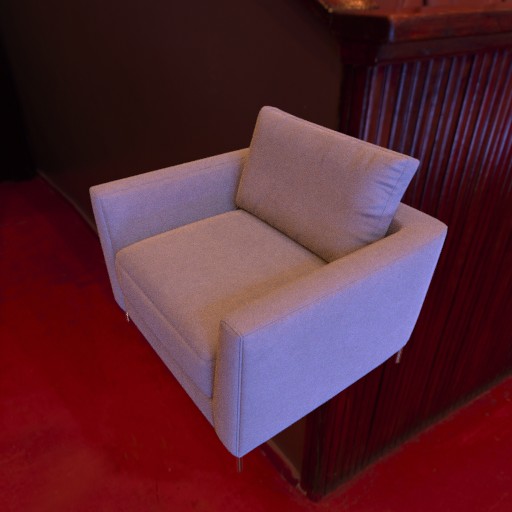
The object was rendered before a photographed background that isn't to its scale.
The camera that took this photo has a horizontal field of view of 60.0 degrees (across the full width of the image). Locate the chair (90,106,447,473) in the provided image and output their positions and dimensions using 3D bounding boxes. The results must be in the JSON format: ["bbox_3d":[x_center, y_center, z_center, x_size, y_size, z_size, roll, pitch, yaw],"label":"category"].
[{"bbox_3d":[0.000,0.000,1.665,0.889,0.864,1.041,-22,39,-30],"label":"chair"}]
